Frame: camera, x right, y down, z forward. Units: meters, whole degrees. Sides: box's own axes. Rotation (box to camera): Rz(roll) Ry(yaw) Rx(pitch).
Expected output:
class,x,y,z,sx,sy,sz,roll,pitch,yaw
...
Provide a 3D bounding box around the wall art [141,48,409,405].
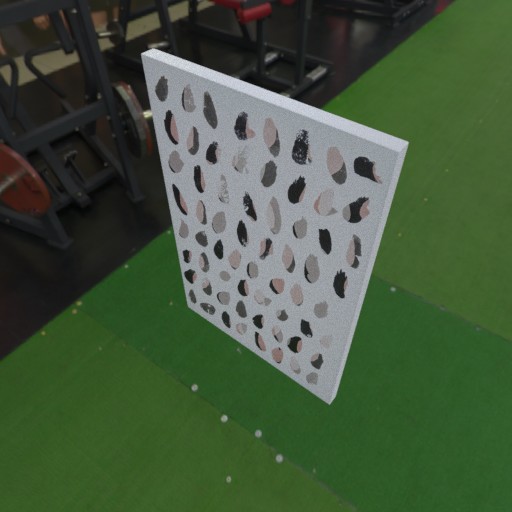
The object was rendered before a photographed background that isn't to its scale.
class,x,y,z,sx,sy,sz,roll,pitch,yaw
wall art,0.000,0.000,1.179,0.610,0.916,0.037,30,54,25
